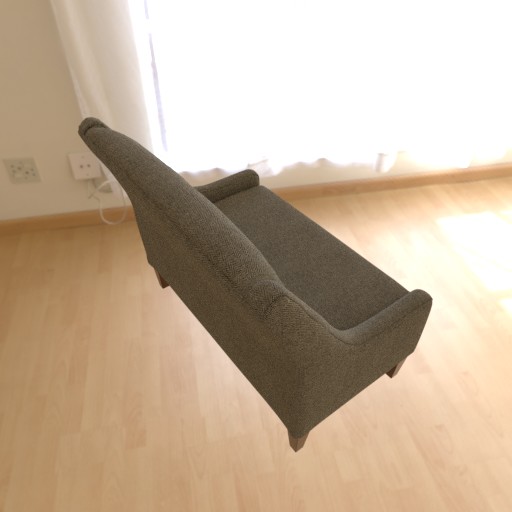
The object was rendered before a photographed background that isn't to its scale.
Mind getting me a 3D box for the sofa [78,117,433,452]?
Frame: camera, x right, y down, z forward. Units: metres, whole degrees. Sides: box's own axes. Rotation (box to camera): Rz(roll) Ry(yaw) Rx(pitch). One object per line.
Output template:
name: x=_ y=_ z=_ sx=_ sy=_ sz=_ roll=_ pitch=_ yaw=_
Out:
sofa: x=0.000 y=0.000 z=1.888 sx=0.870 sy=1.021 sz=1.242 roll=-26 pitch=48 yaw=-26
